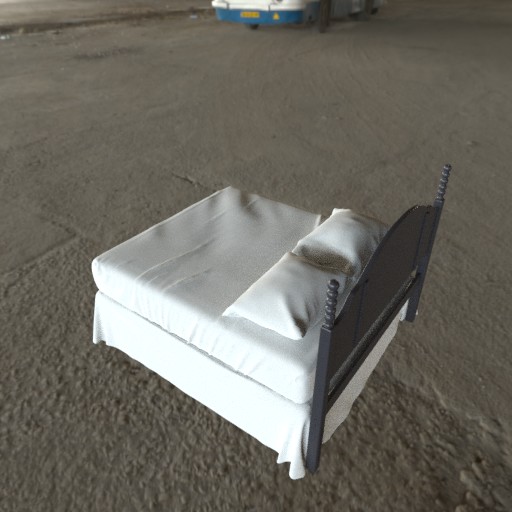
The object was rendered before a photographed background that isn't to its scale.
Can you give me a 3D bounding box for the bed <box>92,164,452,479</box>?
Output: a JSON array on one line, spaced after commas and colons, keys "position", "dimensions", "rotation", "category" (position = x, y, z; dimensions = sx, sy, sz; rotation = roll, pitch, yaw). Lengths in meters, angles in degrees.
[{"position": [0.000, 0.000, 3.240], "dimensions": [2.040, 1.356, 1.873], "rotation": [22, 39, 30], "category": "bed"}]
